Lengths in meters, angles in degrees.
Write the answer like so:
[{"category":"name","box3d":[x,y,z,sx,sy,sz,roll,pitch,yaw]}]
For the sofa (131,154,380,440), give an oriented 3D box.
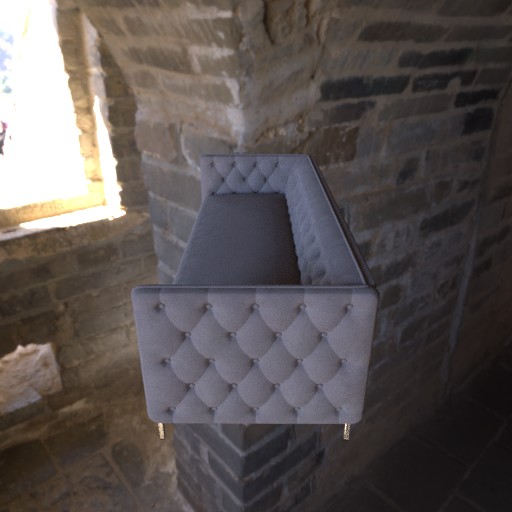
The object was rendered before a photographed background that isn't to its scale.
[{"category":"sofa","box3d":[0.000,0.000,2.677,0.895,0.771,2.209,0,25,0]}]
